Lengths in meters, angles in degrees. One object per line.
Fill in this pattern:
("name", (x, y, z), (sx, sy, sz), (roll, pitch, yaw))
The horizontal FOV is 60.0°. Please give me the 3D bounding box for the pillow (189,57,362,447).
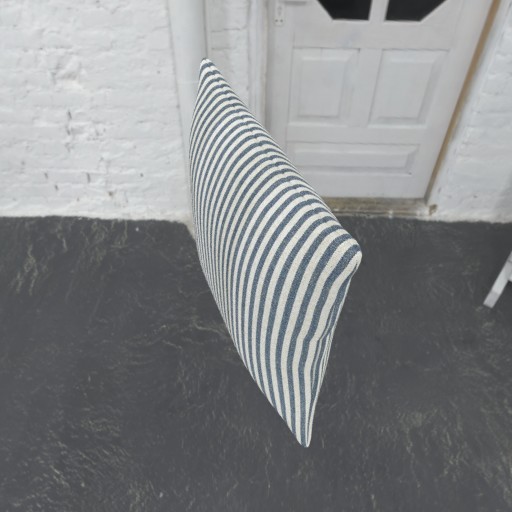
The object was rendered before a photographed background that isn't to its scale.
("pillow", (0.000, 0.000, 0.791), (0.166, 0.510, 0.523), (-16, 49, -15))
